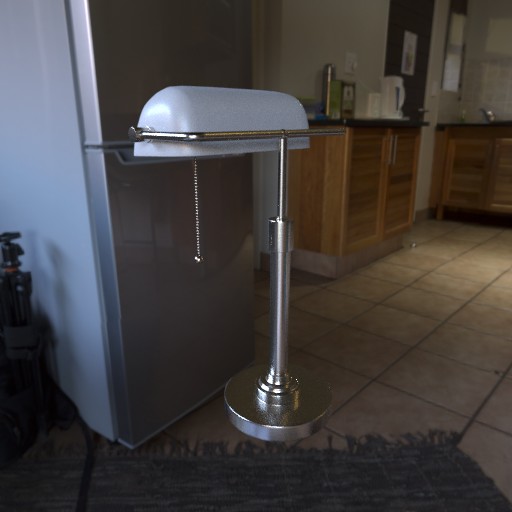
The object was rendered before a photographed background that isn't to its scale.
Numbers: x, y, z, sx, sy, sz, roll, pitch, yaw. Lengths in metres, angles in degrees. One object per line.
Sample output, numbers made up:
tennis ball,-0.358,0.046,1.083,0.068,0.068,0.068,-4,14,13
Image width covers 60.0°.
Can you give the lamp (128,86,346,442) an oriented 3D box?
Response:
lamp,0.000,0.000,0.566,0.227,0.404,0.269,16,24,42
